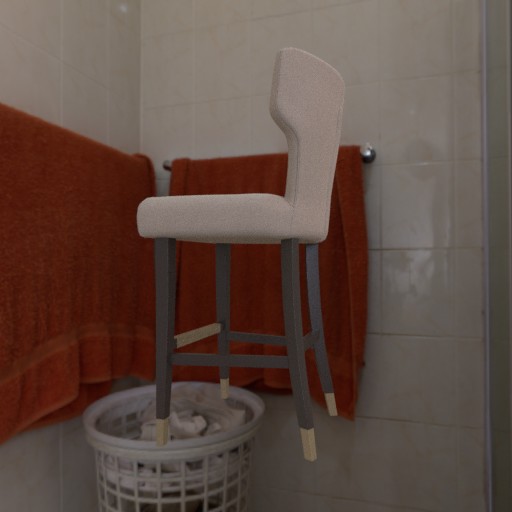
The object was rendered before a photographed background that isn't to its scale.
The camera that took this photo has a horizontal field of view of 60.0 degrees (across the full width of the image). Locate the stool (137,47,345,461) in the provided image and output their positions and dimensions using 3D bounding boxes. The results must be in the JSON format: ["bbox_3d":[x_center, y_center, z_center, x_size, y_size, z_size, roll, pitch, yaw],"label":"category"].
[{"bbox_3d":[0.000,0.000,1.429,0.563,1.092,0.526,0,-1,19],"label":"stool"}]
